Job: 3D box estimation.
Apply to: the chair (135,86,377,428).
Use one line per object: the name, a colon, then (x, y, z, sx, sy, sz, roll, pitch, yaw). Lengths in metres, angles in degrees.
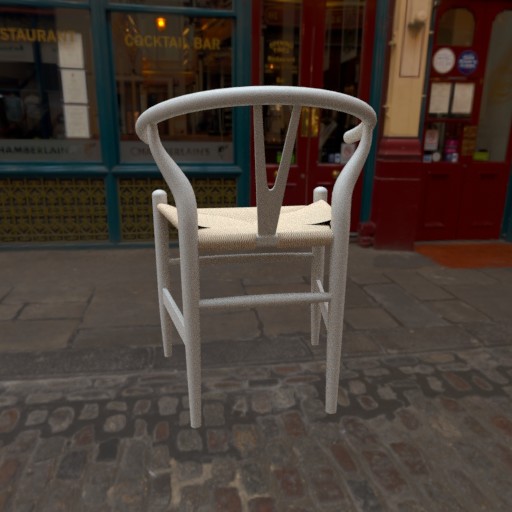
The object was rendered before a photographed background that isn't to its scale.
chair: (0.000, 0.000, 1.093, 0.533, 0.736, 0.500, -3, 15, -9)
